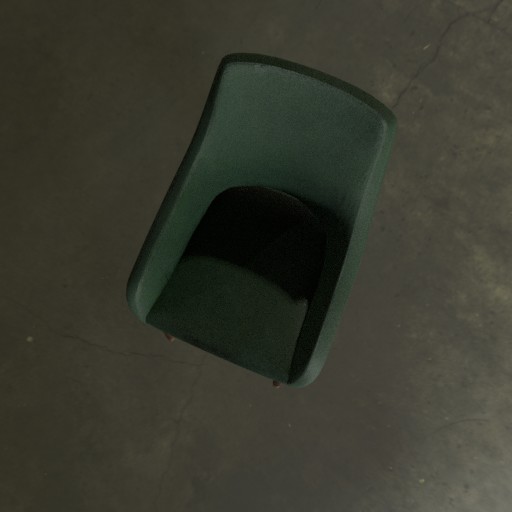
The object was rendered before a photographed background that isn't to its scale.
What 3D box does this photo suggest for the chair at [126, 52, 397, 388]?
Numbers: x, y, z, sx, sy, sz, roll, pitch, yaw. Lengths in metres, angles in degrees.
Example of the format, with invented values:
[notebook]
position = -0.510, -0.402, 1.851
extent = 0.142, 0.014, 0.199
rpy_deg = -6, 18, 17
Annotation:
[chair]
position = 0.000, 0.000, 1.570
extent = 0.683, 1.081, 0.794
rpy_deg = 22, 77, 6
